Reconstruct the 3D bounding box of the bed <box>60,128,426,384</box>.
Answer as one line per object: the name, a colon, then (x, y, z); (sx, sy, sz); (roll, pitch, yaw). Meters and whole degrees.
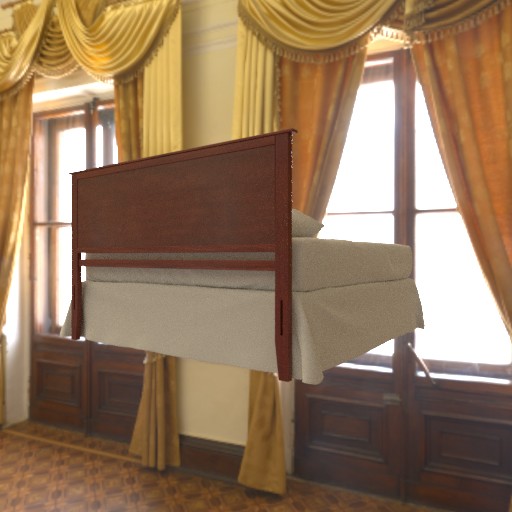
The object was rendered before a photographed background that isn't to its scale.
bed: (0.000, 0.000, 3.693); (2.314, 1.271, 2.219); (0, 0, 36)
